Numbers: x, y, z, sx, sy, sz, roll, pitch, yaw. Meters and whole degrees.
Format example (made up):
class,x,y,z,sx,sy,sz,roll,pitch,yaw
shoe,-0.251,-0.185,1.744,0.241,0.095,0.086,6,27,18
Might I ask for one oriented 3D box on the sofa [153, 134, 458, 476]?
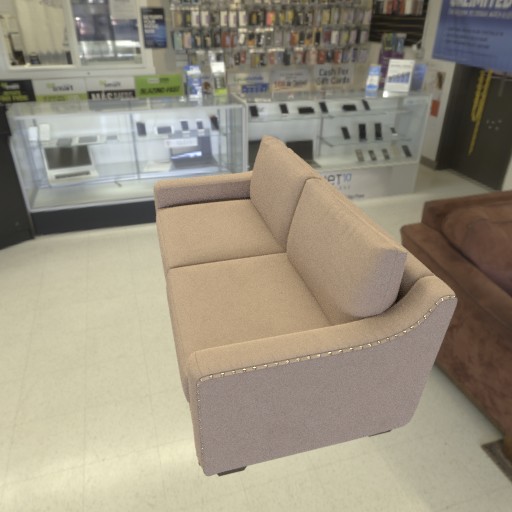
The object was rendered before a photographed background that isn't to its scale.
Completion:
class,x,y,z,sx,sy,sz,roll,pitch,yaw
sofa,0.000,0.000,2.485,1.030,0.901,1.967,-8,31,-13
